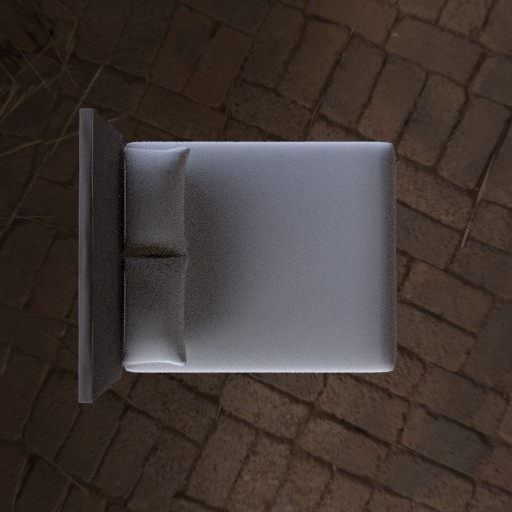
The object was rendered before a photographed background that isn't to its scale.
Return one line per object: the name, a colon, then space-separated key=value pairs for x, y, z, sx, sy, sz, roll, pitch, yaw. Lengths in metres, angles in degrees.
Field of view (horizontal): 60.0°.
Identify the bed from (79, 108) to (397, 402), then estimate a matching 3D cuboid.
bed: x=0.000 y=0.000 z=2.887 sx=1.894 sy=1.089 sz=1.610 roll=0 pitch=89 yaw=0
